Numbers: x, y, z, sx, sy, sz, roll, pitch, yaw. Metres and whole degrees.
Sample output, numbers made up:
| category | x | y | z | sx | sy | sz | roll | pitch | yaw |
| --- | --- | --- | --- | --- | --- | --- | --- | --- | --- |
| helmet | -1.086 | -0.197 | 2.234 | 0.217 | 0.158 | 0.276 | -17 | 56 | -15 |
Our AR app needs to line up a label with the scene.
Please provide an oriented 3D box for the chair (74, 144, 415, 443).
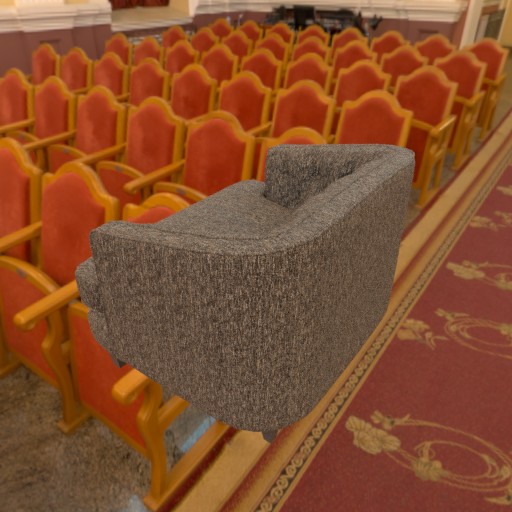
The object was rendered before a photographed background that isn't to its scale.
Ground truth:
| category | x | y | z | sx | sy | sz | roll | pitch | yaw |
| --- | --- | --- | --- | --- | --- | --- | --- | --- | --- |
| chair | 0.000 | 0.000 | 1.778 | 0.941 | 0.852 | 1.104 | 21 | 38 | 30 |
